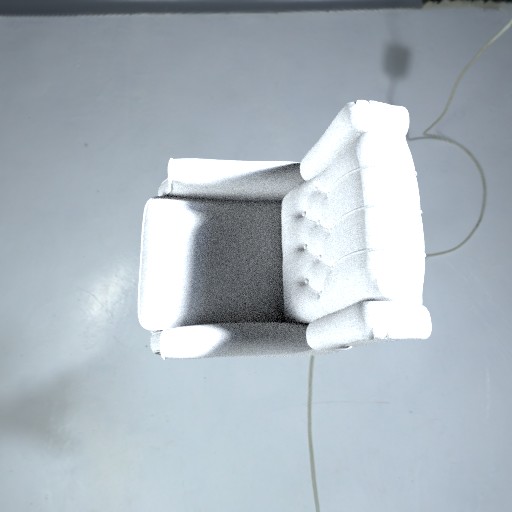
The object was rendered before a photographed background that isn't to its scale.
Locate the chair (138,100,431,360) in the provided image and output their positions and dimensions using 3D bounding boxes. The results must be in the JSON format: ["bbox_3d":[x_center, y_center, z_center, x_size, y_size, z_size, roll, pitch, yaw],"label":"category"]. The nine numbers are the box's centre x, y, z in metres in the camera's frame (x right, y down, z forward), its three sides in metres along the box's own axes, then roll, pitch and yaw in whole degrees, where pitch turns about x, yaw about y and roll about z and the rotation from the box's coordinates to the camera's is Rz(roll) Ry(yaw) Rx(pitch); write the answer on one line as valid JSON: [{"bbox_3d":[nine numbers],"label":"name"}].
[{"bbox_3d":[0.000,0.000,1.635,0.902,1.035,0.742,0,75,0],"label":"chair"}]
